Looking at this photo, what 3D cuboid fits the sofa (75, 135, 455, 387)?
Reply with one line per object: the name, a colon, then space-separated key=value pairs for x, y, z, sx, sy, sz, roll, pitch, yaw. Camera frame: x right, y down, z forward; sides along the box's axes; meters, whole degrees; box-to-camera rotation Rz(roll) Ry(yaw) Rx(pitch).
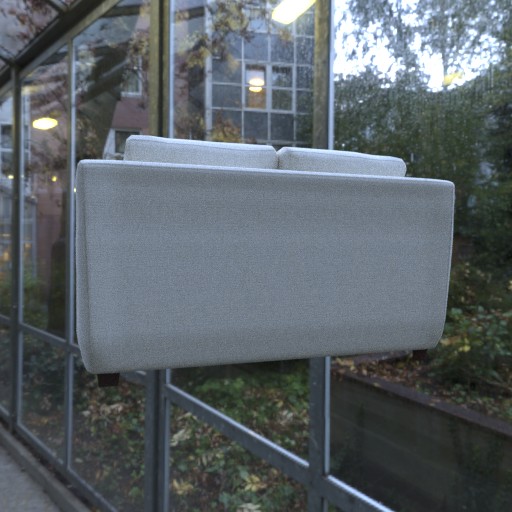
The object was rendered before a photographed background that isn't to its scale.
sofa: x=0.000 y=0.000 z=2.362 sx=1.744 sy=1.047 sz=1.040 roll=0 pitch=0 yaw=-17
